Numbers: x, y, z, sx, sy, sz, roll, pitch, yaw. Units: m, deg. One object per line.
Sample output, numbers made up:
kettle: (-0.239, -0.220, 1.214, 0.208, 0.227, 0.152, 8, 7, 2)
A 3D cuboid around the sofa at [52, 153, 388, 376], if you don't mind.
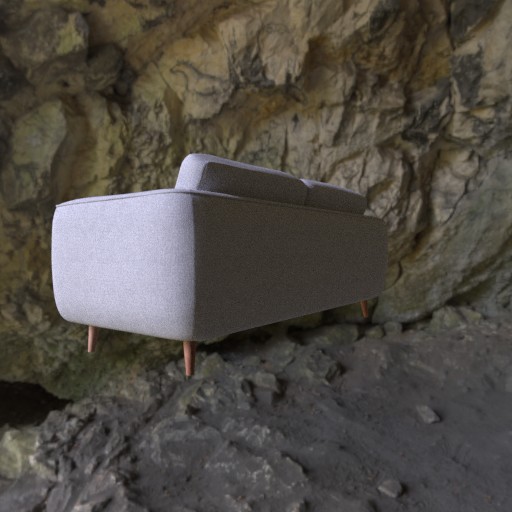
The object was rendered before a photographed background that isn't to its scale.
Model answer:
sofa: (0.000, 0.000, 2.500, 0.920, 0.850, 2.000, 1, 1, 36)
